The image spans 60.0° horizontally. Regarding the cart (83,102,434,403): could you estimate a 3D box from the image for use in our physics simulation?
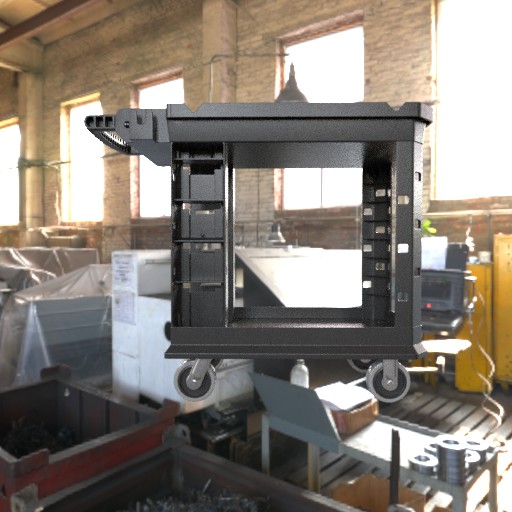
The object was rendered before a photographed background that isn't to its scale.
[{"bbox_3d":[0.000,0.000,1.518,1.061,0.884,0.497,0,1,1],"label":"cart"}]
